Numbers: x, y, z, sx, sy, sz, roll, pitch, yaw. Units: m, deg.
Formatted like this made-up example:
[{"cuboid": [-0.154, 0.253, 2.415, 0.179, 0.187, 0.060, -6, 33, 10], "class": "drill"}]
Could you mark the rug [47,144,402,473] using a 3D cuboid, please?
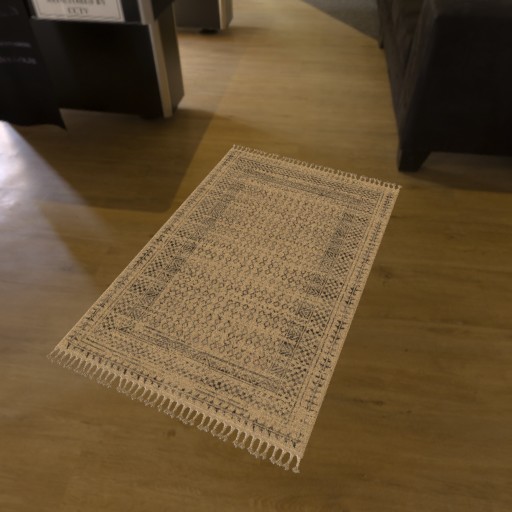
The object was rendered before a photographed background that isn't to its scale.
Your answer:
[{"cuboid": [0.000, 0.000, 3.096, 1.548, 0.013, 2.486, 18, 49, 17], "class": "rug"}]
